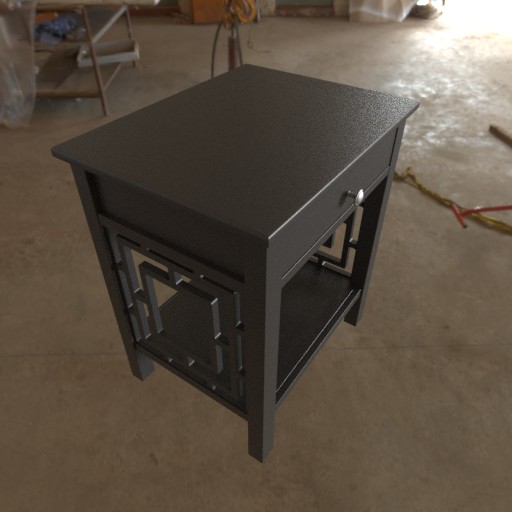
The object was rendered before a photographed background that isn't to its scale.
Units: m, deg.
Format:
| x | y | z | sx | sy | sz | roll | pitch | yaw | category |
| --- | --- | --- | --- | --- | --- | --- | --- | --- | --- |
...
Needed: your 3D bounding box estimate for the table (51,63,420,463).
| x | y | z | sx | sy | sz | roll | pitch | yaw | category |
| --- | --- | --- | --- | --- | --- | --- | --- | --- | --- |
| 0.000 | 0.000 | 1.028 | 0.451 | 0.646 | 0.564 | 24 | 45 | 26 | table |
